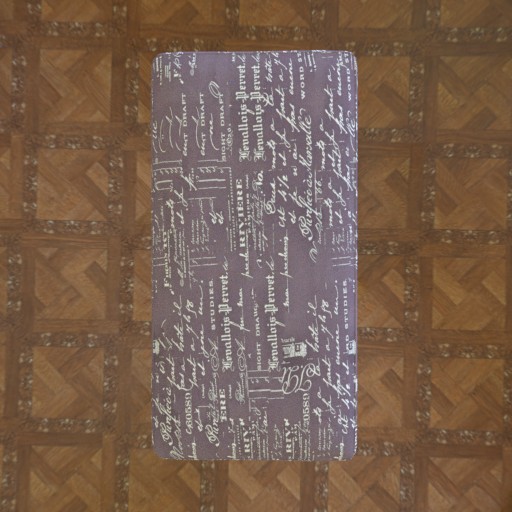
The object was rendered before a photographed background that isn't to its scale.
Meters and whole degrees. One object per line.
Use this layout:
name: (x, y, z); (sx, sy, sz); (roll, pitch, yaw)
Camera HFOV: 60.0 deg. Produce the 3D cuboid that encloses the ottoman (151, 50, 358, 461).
ottoman: (0.000, 0.000, 1.059); (0.406, 0.457, 0.813); (0, 90, 1)
